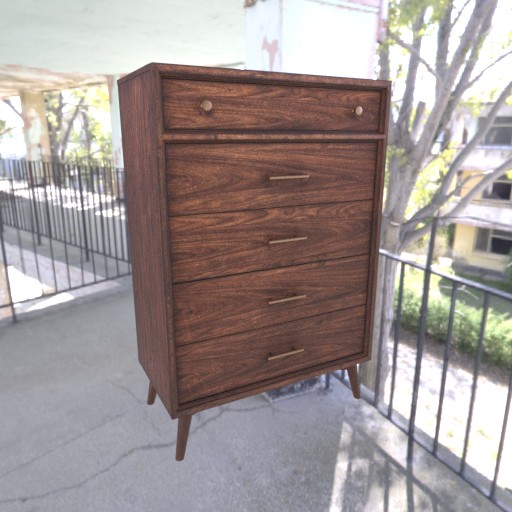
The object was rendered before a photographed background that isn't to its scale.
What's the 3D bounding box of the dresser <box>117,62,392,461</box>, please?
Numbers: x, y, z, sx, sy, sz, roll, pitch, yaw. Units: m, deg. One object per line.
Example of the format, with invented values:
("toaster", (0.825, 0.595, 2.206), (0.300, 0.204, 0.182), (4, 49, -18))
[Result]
("dresser", (0.000, 0.000, 1.839), (0.919, 1.365, 0.498), (-8, 17, -27))
